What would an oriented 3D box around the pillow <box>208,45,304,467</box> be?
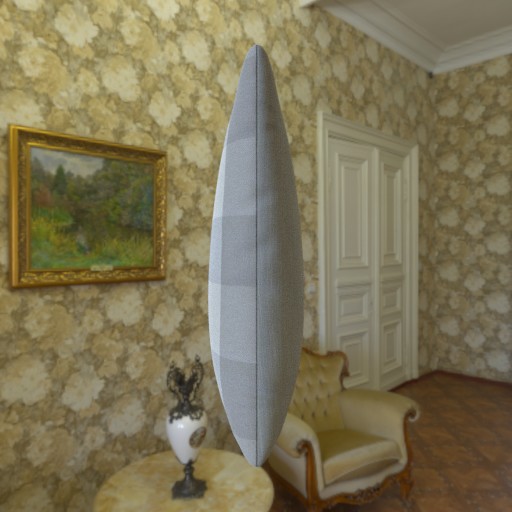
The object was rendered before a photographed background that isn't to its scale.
[{"bbox_3d":[0.000,0.000,0.782,0.161,0.509,0.511,0,0,0],"label":"pillow"}]
